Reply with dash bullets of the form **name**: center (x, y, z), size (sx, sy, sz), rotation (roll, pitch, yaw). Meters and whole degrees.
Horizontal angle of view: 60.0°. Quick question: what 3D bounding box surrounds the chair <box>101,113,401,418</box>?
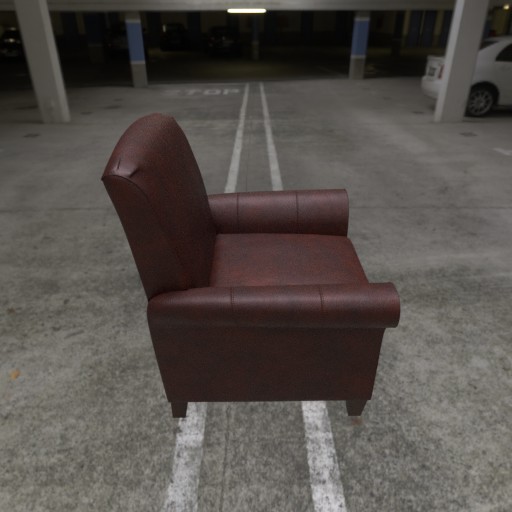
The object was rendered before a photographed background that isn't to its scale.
- **chair**: center (0.000, 0.000, 1.795), size (0.902, 1.061, 0.978), rotation (0, 30, 0)
